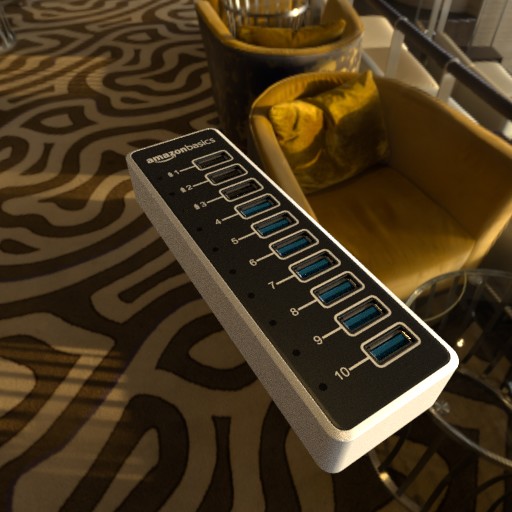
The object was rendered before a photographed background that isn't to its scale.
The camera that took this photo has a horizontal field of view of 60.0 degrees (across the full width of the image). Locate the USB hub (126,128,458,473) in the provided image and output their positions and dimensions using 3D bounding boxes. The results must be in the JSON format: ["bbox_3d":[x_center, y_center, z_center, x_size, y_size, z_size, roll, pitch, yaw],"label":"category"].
[{"bbox_3d":[0.000,0.000,0.162,0.044,0.023,0.145,-24,51,-21],"label":"USB hub"}]
